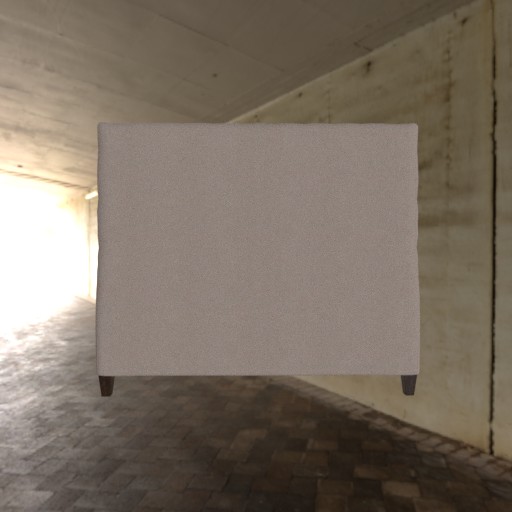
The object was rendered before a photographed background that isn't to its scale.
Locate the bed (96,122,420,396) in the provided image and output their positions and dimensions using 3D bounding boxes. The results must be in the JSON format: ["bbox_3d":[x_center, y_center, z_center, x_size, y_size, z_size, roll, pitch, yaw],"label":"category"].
[{"bbox_3d":[0.000,0.000,3.466,1.698,1.427,2.387,0,1,-1],"label":"bed"}]
